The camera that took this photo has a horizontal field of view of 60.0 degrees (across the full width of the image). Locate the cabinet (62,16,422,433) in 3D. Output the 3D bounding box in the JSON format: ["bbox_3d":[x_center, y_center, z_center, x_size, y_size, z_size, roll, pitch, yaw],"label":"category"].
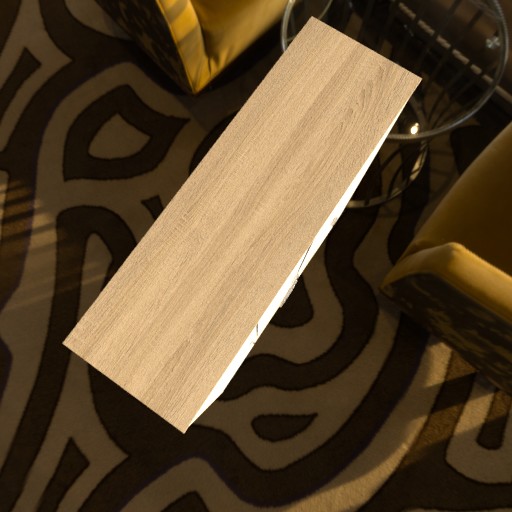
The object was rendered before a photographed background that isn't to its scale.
[{"bbox_3d":[0.000,0.000,2.925,0.620,2.060,1.870,33,79,7],"label":"cabinet"}]
